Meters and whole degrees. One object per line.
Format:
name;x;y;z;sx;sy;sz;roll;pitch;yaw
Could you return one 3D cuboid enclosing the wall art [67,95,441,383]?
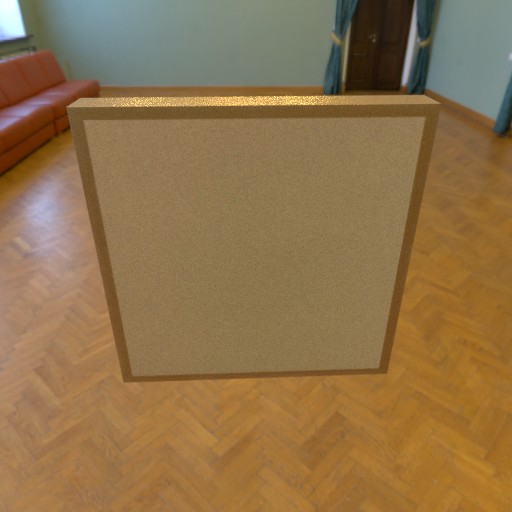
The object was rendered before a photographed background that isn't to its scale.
wall art;0.000;0.000;0.453;0.306;0.305;0.038;-1;30;-2
